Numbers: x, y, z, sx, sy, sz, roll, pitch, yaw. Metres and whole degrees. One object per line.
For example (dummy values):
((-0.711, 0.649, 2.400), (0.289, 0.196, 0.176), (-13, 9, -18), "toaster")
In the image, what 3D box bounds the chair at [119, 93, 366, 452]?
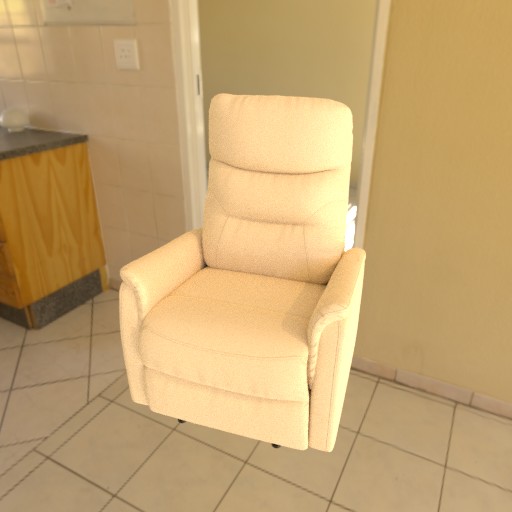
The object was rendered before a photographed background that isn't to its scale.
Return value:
((0.000, 0.000, 1.656), (0.775, 1.082, 0.831), (8, 27, 16), "chair")
